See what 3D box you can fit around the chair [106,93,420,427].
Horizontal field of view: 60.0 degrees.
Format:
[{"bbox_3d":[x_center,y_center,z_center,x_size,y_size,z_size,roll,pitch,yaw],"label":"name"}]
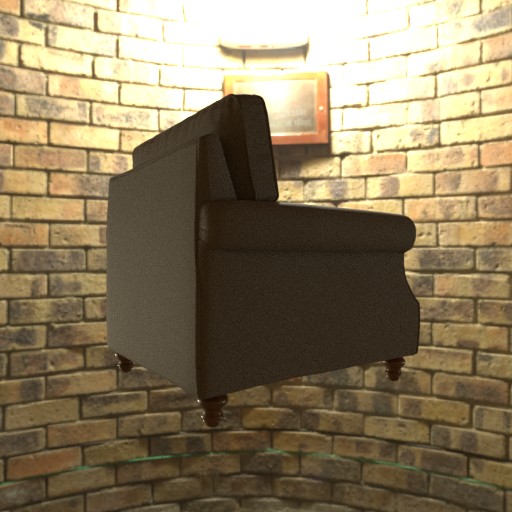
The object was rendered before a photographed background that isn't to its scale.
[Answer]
[{"bbox_3d":[0.000,0.000,1.783,0.966,0.967,1.029,0,0,-35],"label":"chair"}]
